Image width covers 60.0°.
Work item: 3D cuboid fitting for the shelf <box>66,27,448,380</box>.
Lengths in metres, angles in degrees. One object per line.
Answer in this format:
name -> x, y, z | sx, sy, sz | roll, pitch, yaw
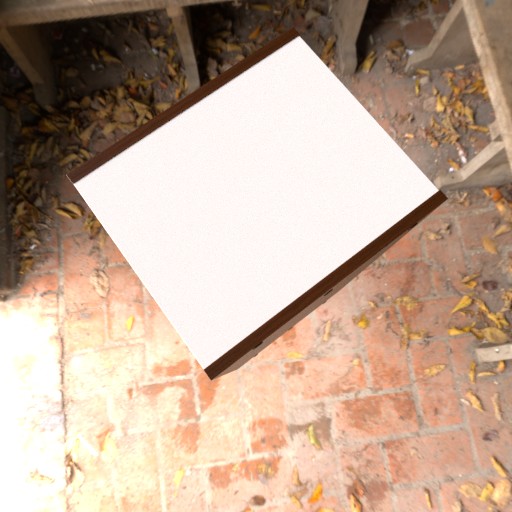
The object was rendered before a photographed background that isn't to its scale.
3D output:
shelf -> 0.000, 0.000, 0.735 | 0.290, 0.600, 0.253 | -36, 79, -8
